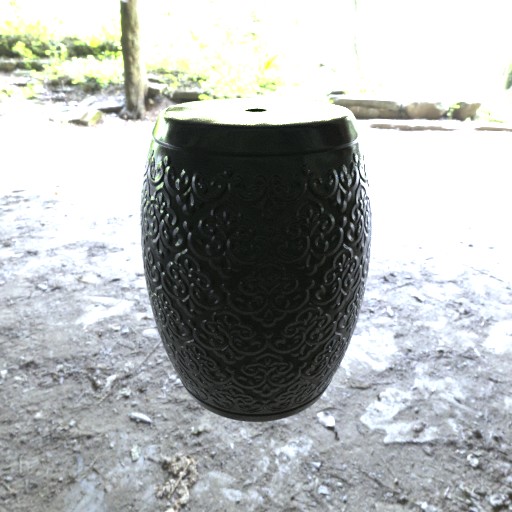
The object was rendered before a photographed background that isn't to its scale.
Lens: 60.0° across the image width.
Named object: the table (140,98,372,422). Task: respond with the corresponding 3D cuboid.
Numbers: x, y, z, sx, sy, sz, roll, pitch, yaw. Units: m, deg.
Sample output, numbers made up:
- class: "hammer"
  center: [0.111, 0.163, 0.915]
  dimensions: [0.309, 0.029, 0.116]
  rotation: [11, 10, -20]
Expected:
- class: "table"
  center: [0.000, 0.000, 0.623]
  dimensions: [0.309, 0.397, 0.309]
  rotation: [0, 26, 0]
